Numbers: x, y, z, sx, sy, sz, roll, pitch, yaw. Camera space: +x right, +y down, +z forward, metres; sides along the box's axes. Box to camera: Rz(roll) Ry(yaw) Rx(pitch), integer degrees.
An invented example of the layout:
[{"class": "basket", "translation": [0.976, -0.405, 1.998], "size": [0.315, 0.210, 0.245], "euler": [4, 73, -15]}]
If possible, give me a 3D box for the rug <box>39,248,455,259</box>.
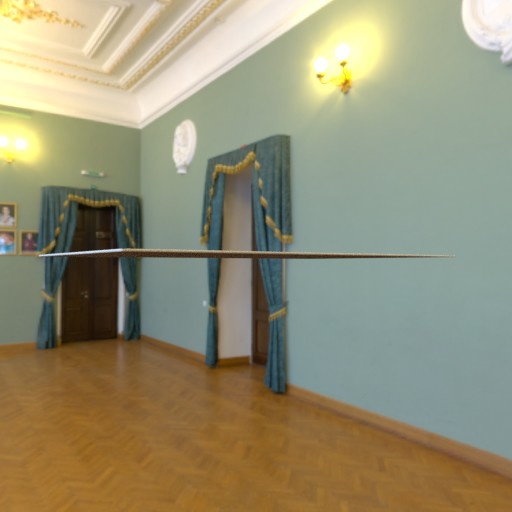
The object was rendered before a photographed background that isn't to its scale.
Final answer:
[{"class": "rug", "translation": [0.000, 0.000, 3.043], "size": [2.435, 0.011, 1.517], "euler": [1, -1, -37]}]
